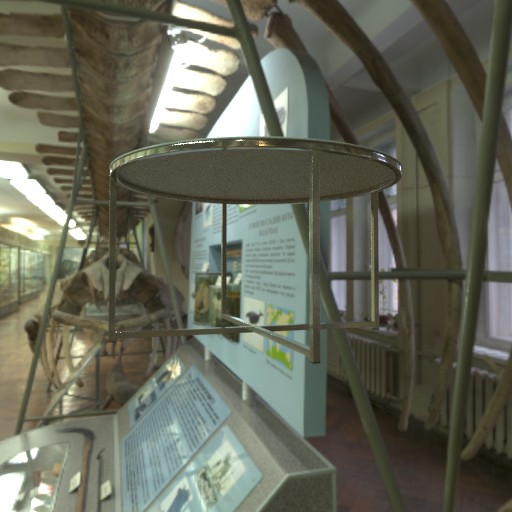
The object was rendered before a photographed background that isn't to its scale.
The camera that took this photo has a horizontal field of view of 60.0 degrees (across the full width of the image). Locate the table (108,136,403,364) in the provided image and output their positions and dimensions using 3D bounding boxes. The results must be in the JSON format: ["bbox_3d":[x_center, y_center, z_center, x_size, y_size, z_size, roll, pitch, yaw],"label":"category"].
[{"bbox_3d":[0.000,0.000,1.267,0.800,0.450,0.800,0,-2,0],"label":"table"}]
